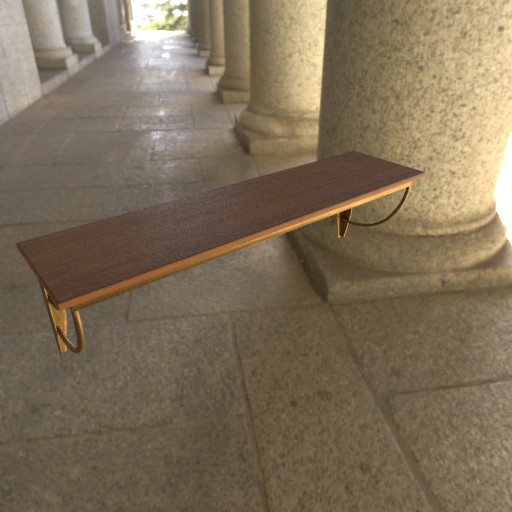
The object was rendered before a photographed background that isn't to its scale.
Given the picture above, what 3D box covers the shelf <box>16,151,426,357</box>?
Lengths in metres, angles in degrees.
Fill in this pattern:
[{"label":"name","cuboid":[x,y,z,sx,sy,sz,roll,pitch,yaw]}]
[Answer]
[{"label":"shelf","cuboid":[0.000,0.000,0.717,0.636,0.190,0.166,-22,36,-33]}]
